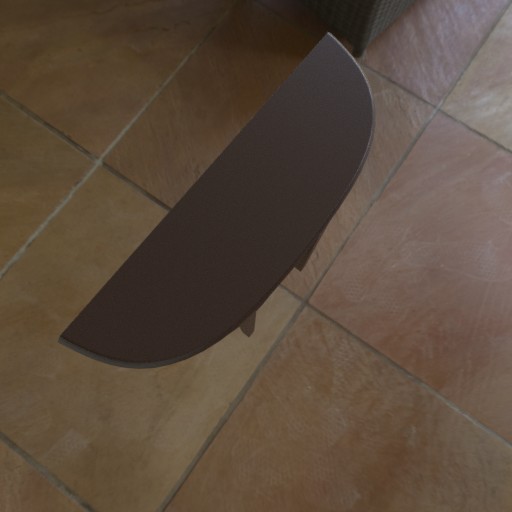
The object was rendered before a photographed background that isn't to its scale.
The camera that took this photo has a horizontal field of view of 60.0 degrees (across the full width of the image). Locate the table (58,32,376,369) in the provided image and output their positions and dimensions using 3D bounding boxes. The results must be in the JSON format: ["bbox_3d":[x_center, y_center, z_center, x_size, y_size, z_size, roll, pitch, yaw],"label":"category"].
[{"bbox_3d":[0.000,0.000,1.323,0.274,0.831,0.909,38,79,8],"label":"table"}]
